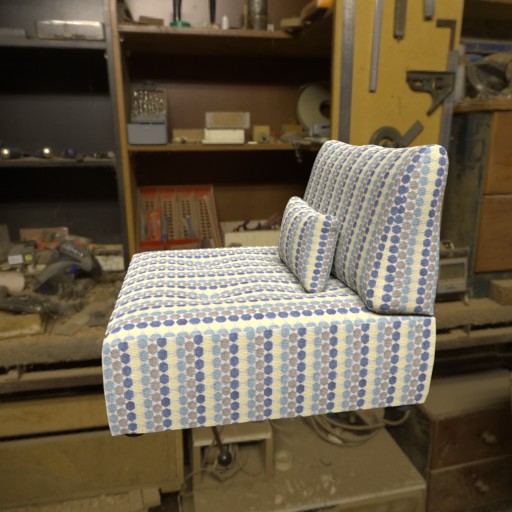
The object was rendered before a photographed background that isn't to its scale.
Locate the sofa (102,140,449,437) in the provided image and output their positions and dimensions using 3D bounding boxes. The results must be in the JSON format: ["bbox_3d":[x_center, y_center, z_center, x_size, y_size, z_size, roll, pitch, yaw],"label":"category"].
[{"bbox_3d":[0.000,0.000,1.669,1.000,0.830,0.930,-3,16,-9],"label":"sofa"}]
